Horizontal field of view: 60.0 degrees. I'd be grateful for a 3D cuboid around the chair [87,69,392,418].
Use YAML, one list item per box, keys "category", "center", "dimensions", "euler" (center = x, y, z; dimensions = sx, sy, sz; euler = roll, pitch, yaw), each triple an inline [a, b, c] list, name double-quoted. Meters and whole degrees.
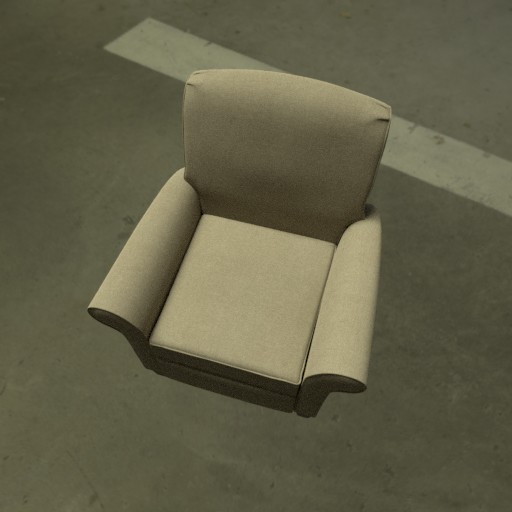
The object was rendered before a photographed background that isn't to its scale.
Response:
- category: "chair"
  center: [0.000, 0.000, 1.757]
  dimensions: [0.978, 1.061, 0.905]
  euler: [13, 57, 9]
